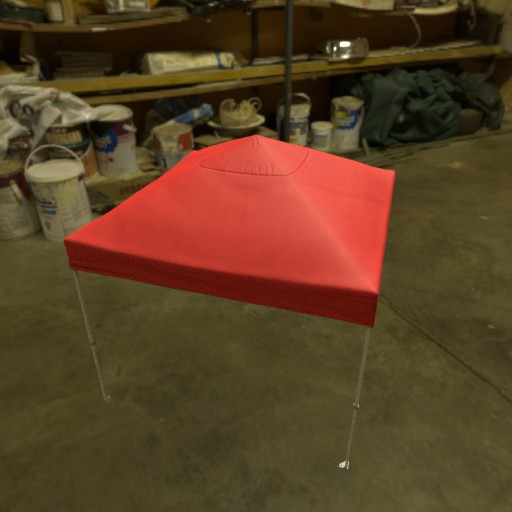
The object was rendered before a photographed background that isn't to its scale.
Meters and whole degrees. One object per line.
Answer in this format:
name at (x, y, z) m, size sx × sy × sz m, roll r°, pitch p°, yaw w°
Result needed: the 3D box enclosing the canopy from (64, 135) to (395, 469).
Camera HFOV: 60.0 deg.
canopy at (0.000, 0.000, 5.485) m, size 2.998 × 2.997 × 2.996 m, roll 9°, pitch 32°, yaw 15°
